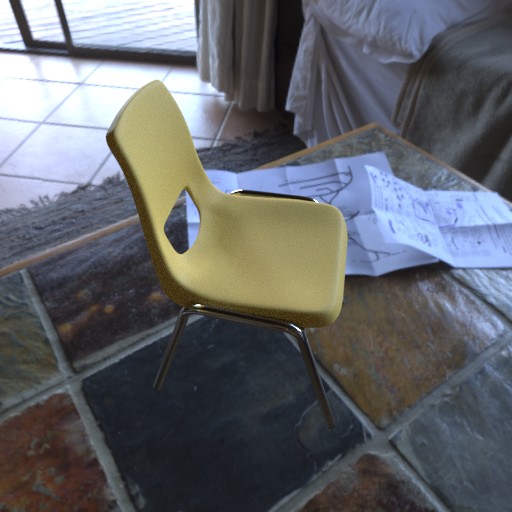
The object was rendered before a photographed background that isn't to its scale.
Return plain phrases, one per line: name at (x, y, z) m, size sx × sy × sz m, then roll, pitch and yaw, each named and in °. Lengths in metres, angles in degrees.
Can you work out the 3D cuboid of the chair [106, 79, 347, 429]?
chair at (0.000, 0.000, 0.926) m, size 0.436 × 0.653 × 0.381 m, roll 8°, pitch 46°, yaw 8°
